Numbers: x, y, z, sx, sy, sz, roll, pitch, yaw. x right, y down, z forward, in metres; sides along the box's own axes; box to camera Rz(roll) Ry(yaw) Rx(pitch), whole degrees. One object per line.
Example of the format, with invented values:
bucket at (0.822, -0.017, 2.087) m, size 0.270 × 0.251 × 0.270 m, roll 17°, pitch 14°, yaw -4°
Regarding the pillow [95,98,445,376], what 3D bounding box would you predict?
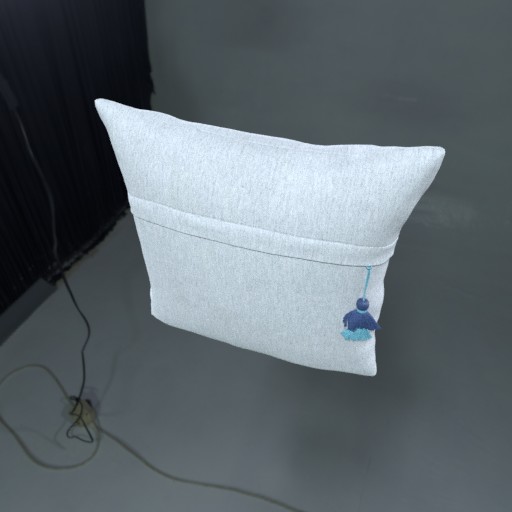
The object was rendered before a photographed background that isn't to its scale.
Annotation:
pillow at (0.000, 0.000, 0.671) m, size 0.433 × 0.436 × 0.173 m, roll 12°, pitch 43°, yaw 14°
